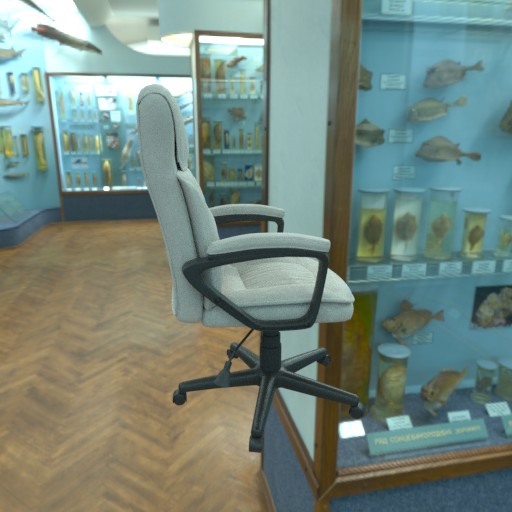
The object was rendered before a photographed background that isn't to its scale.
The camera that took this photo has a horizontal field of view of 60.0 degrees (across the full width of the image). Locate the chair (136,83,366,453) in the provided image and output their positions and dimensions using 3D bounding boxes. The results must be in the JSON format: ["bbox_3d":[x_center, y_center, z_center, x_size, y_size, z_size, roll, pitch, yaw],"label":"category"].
[{"bbox_3d":[0.000,0.000,1.552,0.724,1.105,0.667,-3,15,-9],"label":"chair"}]
